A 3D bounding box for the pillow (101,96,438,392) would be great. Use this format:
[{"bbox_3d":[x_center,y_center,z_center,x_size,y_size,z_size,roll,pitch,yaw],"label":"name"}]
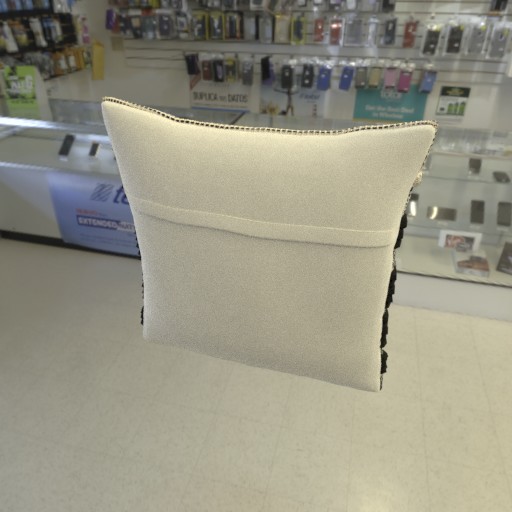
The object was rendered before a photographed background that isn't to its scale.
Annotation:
[{"bbox_3d":[0.000,0.000,0.666,0.436,0.438,0.156,9,33,14],"label":"pillow"}]
